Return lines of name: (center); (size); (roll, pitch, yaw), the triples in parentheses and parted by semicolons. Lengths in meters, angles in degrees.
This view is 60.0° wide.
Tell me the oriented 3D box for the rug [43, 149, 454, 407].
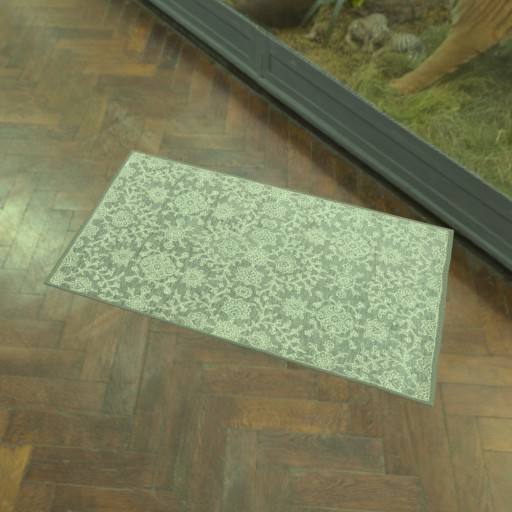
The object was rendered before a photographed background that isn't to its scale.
rug: (0.000, 0.000, 3.648); (3.048, 0.011, 1.546); (16, 60, 9)
